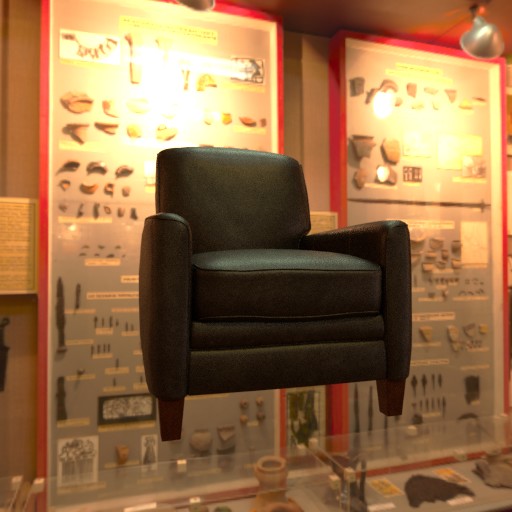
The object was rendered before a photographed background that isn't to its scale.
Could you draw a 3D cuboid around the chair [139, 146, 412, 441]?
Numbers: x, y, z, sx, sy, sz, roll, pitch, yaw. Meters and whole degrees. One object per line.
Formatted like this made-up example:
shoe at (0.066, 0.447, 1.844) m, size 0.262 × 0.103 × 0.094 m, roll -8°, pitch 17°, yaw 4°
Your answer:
chair at (0.000, 0.000, 1.658) m, size 0.848 × 1.014 × 0.864 m, roll 0°, pitch -1°, yaw -16°
